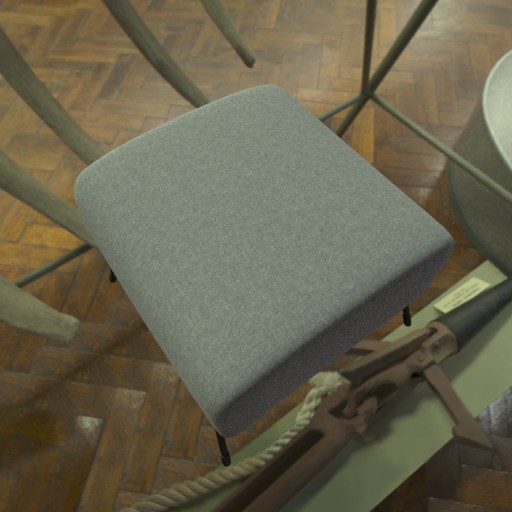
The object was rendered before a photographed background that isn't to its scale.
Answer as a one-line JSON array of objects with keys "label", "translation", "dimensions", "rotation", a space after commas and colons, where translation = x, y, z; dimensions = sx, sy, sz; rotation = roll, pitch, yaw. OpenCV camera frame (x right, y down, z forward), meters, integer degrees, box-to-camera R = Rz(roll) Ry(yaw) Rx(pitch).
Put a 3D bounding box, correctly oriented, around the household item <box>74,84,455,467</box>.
[{"label": "household item", "translation": [0.000, 0.000, 0.902], "dimensions": [0.530, 0.410, 0.530], "rotation": [-31, 63, -18]}]
